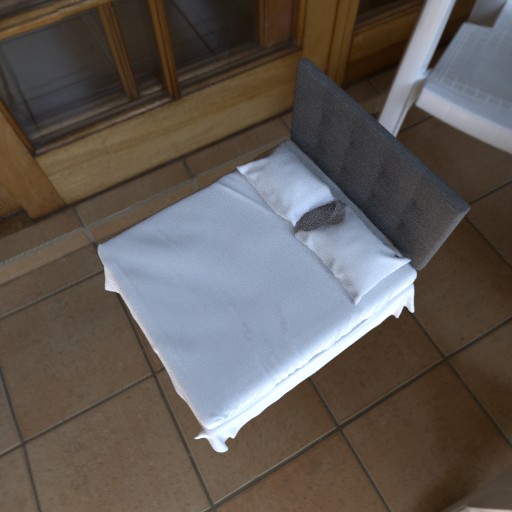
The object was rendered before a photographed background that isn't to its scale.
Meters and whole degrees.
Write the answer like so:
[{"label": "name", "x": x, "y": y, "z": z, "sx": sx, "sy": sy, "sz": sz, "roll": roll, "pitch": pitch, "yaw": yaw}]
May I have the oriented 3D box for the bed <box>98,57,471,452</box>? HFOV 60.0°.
[{"label": "bed", "x": 0.000, "y": 0.000, "z": 3.389, "sx": 2.222, "sy": 1.577, "sz": 1.936, "roll": -32, "pitch": 68, "yaw": -15}]
